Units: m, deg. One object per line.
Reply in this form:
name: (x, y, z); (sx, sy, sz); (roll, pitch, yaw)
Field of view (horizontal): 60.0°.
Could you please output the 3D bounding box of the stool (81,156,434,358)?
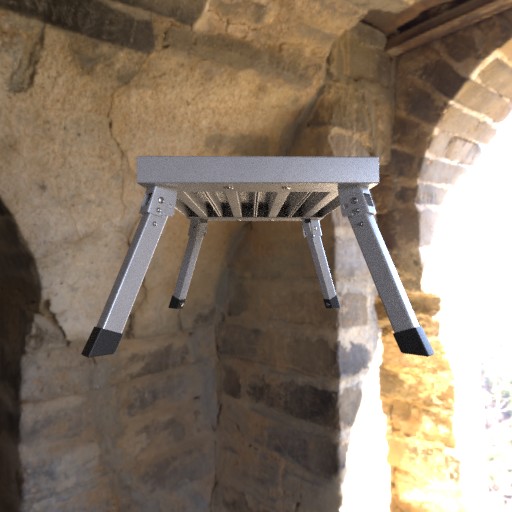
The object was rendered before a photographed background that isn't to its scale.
stool: (0.000, 0.000, 0.739); (0.385, 0.225, 0.535); (0, -1, -1)
